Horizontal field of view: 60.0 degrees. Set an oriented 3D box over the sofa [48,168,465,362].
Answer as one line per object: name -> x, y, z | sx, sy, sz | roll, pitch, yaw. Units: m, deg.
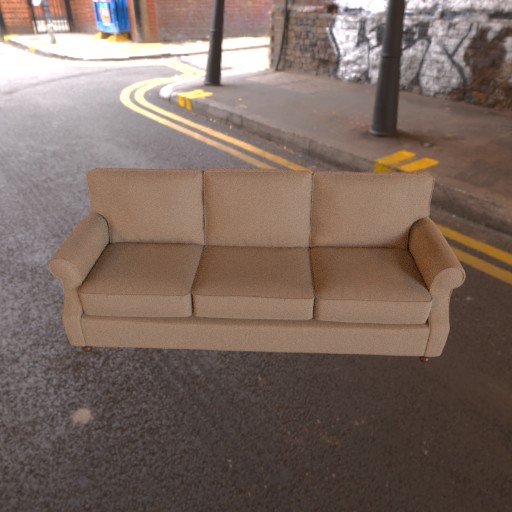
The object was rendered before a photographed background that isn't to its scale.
sofa -> 0.000, 0.000, 2.815 | 2.354, 0.948, 0.966 | 1, 31, 2
